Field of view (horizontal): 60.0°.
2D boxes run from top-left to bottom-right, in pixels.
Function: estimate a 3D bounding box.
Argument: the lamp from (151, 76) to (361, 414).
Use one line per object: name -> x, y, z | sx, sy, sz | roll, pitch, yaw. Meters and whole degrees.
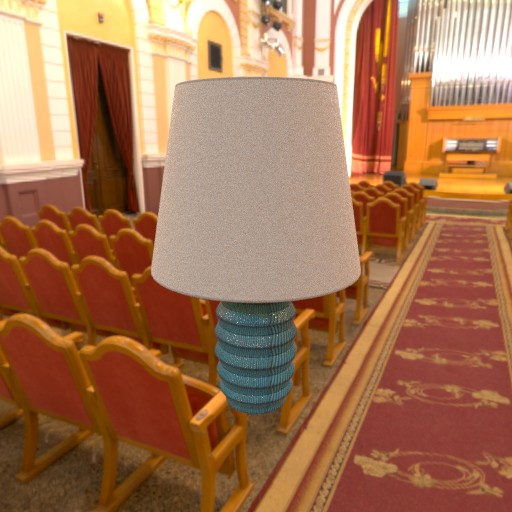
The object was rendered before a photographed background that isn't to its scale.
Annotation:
lamp -> 0.000, 0.000, 0.547 | 0.254, 0.392, 0.254 | 0, 15, 0
